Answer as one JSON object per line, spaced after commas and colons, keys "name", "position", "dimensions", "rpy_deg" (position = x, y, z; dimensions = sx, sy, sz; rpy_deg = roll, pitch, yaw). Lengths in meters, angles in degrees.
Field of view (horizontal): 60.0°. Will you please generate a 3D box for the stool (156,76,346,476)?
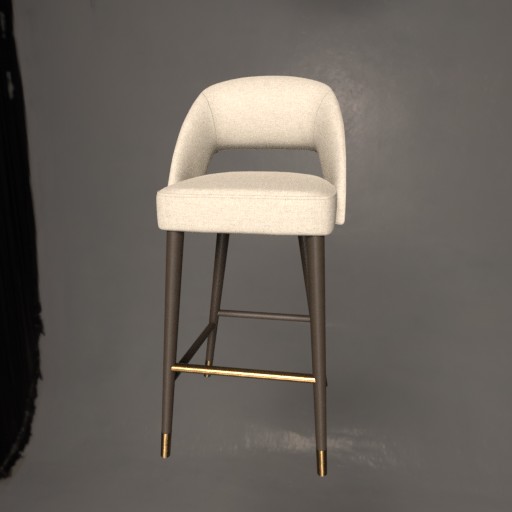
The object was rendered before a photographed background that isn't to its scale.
{"name": "stool", "position": [0.000, 0.000, 1.289], "dimensions": [0.494, 1.037, 0.509], "rpy_deg": [2, 15, 9]}
